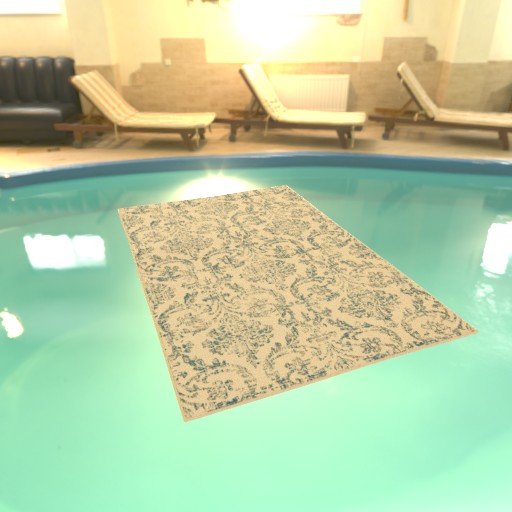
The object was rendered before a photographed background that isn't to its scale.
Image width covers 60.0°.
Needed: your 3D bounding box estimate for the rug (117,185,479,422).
[{"bbox_3d":[0.000,0.000,3.500,1.819,0.018,2.746,-11,31,-19],"label":"rug"}]
